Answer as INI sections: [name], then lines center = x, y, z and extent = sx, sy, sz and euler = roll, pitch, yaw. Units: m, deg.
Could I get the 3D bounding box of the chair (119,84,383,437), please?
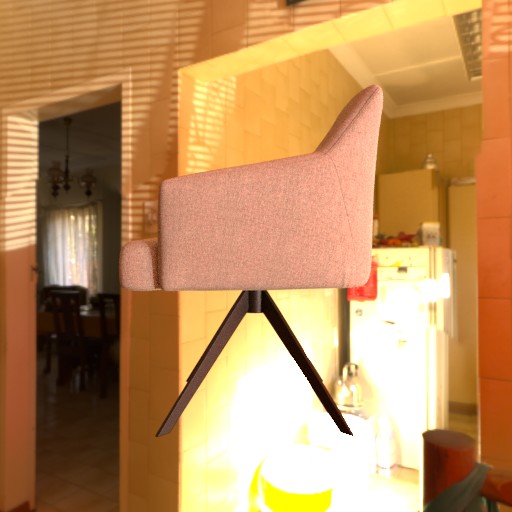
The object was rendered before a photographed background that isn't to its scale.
[chair]
center = 0.000, 0.000, 1.317
extent = 0.677, 0.874, 0.642
euler = 0, -1, 0
